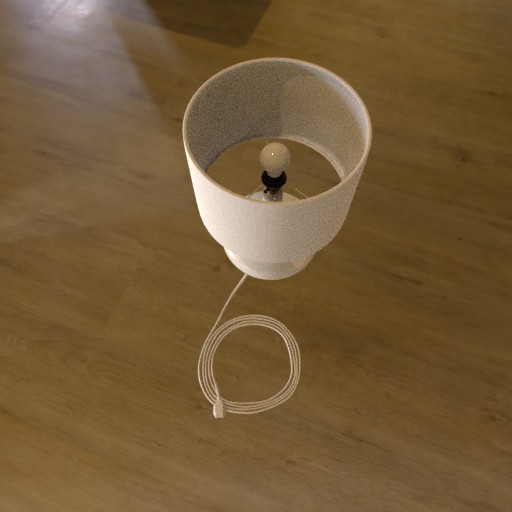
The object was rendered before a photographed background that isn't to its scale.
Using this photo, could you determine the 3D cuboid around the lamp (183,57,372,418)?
[{"bbox_3d":[0.000,0.000,0.864,0.401,0.457,0.546,34,69,15],"label":"lamp"}]
